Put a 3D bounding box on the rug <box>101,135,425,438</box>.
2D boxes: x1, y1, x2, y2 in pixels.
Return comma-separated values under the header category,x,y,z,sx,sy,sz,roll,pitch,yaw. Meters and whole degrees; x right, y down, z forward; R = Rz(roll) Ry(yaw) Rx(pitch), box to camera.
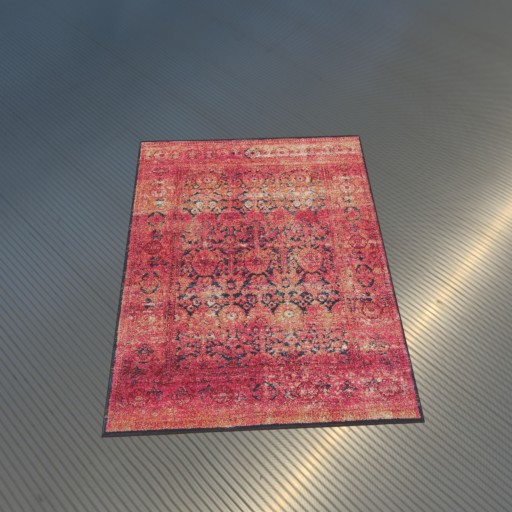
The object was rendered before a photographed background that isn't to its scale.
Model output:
category,x,y,z,sx,sy,sz,roll,pitch,yaw
rug,0.000,0.000,4.075,2.411,0.020,3.032,-2,59,-1
